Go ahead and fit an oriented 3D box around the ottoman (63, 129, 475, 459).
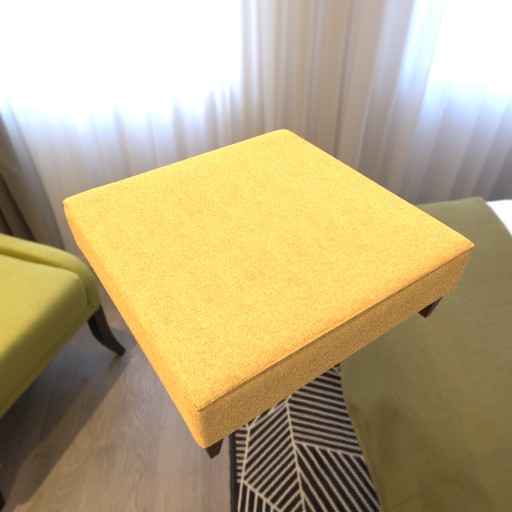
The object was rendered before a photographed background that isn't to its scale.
[{"bbox_3d":[0.000,0.000,1.537,0.981,0.378,0.970,-24,47,-25],"label":"ottoman"}]
